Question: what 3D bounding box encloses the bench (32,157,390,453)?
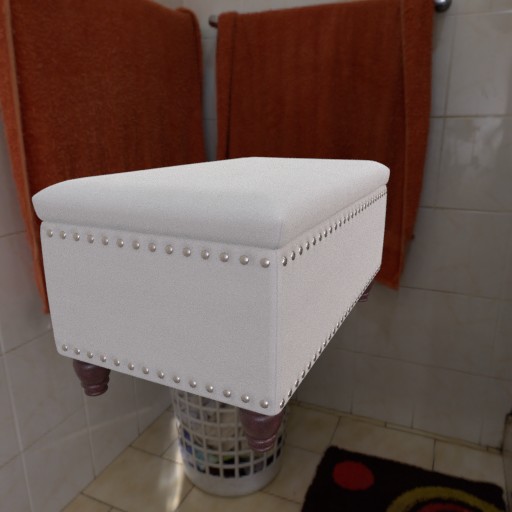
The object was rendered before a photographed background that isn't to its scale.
[{"bbox_3d":[0.000,0.000,1.146,0.500,0.449,0.887,8,18,25],"label":"bench"}]
